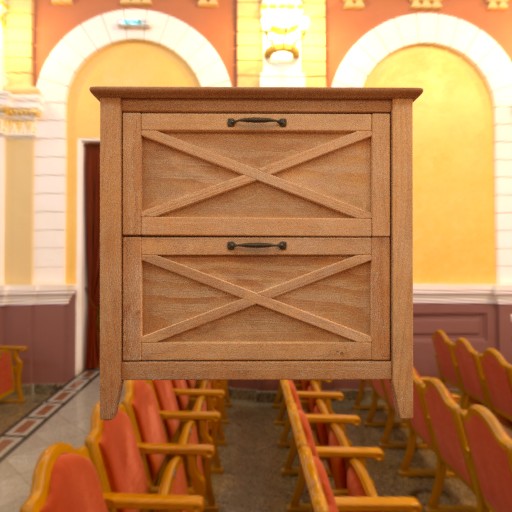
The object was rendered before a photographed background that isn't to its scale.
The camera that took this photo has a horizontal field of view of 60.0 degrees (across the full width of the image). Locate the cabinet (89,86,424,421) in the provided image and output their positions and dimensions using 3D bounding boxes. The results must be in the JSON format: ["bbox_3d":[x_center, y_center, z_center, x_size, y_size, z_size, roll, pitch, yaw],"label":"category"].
[{"bbox_3d":[0.000,0.000,1.249,0.763,0.762,0.503,0,0,-1],"label":"cabinet"}]
